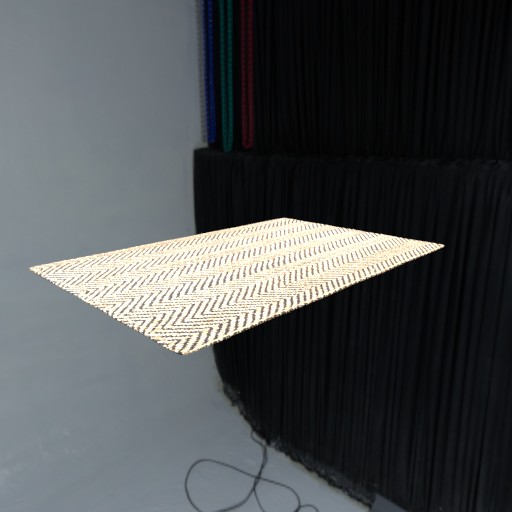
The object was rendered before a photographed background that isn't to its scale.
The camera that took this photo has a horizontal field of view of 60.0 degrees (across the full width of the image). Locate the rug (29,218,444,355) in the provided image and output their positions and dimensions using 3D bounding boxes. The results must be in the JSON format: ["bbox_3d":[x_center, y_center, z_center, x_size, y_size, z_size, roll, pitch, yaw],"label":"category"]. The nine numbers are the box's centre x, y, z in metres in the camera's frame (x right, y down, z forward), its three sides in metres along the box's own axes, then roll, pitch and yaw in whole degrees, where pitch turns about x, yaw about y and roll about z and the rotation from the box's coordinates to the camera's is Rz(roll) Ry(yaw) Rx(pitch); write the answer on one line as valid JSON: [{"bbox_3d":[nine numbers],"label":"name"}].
[{"bbox_3d":[0.000,0.000,2.295,1.219,0.008,1.828,15,21,43],"label":"rug"}]
